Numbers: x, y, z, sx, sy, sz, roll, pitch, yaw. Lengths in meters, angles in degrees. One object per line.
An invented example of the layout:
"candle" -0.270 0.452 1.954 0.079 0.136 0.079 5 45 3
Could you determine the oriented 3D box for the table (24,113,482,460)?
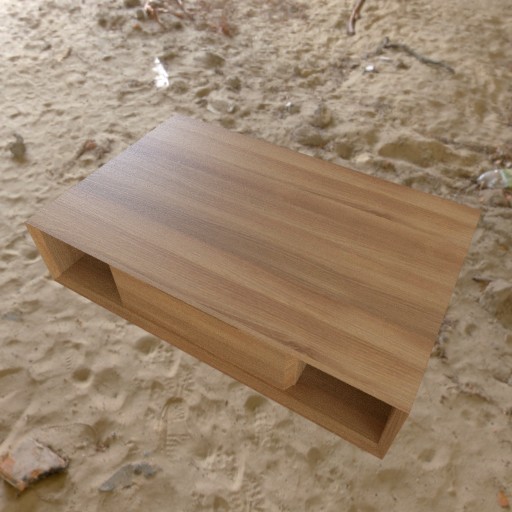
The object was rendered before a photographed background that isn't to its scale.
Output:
"table" 0.000 0.000 1.380 1.100 0.330 0.700 23 51 20
